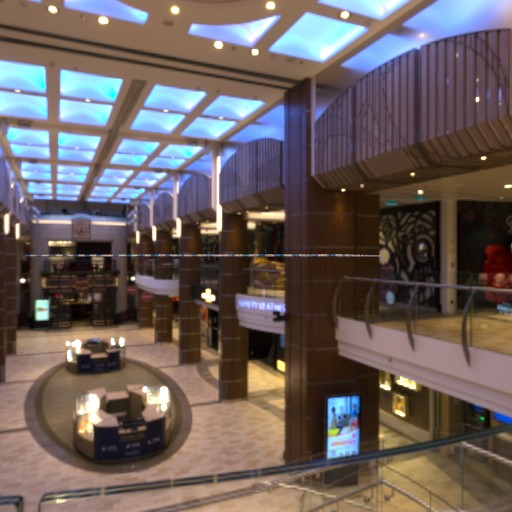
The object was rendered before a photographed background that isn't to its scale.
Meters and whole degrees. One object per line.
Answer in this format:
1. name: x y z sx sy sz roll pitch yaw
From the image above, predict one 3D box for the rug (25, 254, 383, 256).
1. rug: 0.000 0.000 3.050 1.531 0.008 2.439 0 0 20
